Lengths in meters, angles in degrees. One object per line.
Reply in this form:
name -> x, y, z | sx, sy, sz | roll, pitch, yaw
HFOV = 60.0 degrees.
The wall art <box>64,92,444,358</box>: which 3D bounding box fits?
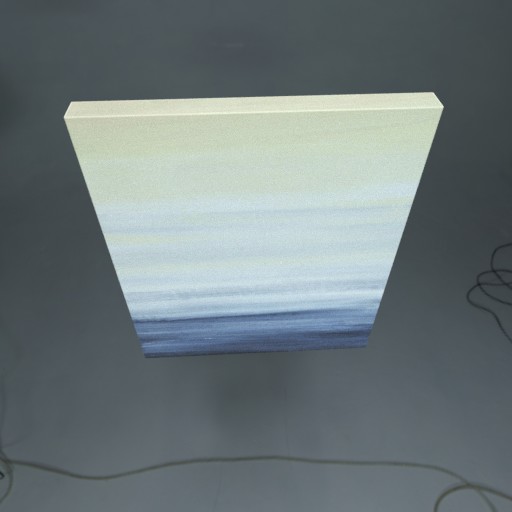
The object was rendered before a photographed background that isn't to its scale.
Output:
wall art -> 0.000, 0.000, 0.703 | 0.435, 0.511, 0.037 | -2, 46, -2
